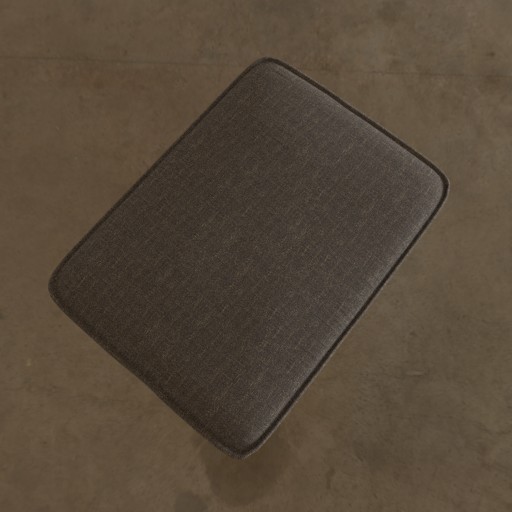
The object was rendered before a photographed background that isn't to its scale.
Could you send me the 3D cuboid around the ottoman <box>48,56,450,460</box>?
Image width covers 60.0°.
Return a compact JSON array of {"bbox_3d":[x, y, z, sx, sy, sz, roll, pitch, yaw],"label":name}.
[{"bbox_3d":[0.000,0.000,1.096,0.549,0.450,0.749,38,78,9],"label":"ottoman"}]
